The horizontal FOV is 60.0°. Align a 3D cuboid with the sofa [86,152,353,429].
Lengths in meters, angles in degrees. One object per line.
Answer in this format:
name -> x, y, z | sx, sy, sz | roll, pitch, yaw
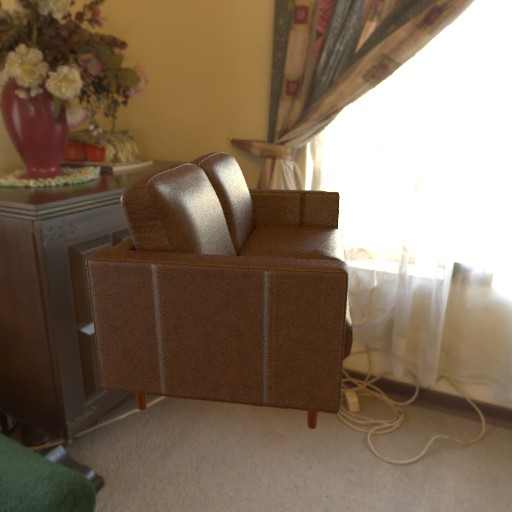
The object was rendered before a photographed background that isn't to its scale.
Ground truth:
sofa -> 0.000, 0.000, 2.223 | 0.909, 0.951, 1.578 | 3, 18, 9
